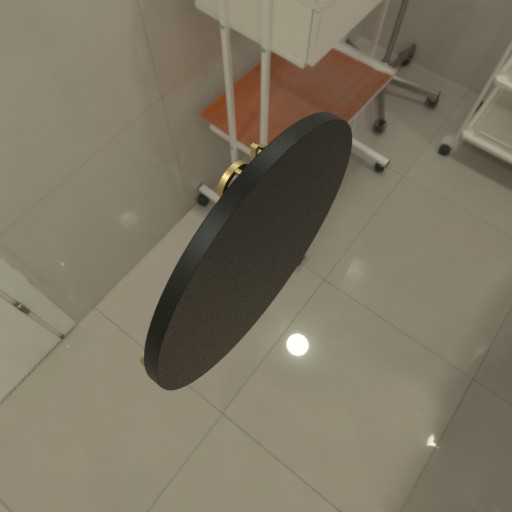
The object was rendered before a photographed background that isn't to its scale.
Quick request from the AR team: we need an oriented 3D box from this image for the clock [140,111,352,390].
[{"bbox_3d":[0.000,0.000,0.663,0.038,0.454,0.454,34,69,16],"label":"clock"}]
